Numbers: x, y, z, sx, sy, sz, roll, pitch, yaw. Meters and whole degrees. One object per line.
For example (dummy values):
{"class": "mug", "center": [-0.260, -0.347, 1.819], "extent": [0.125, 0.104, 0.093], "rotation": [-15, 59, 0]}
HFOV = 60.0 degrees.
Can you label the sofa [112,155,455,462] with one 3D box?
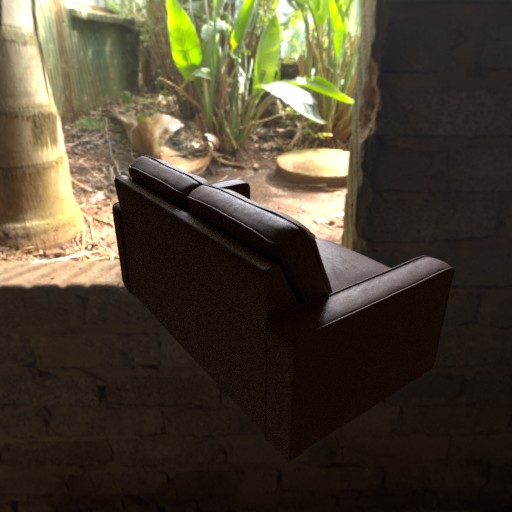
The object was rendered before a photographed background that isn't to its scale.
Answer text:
{"class": "sofa", "center": [0.000, 0.000, 2.342], "extent": [0.947, 0.918, 1.709], "rotation": [-17, 31, -32]}
